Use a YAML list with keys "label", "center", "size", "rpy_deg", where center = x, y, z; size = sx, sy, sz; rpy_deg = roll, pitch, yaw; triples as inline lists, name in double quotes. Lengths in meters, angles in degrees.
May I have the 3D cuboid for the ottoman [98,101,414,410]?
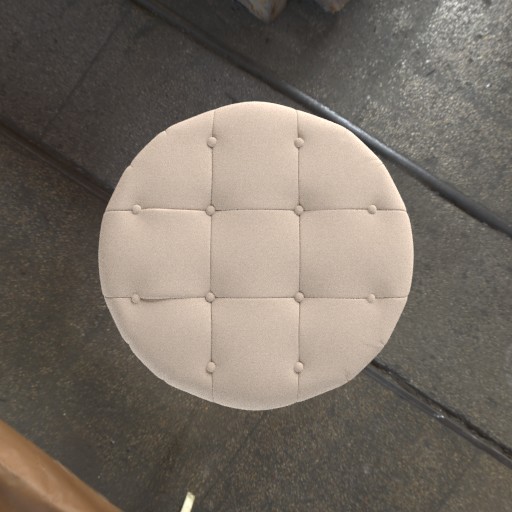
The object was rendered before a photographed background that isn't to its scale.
- label: "ottoman"
  center: [0.000, 0.000, 1.418]
  size: [0.901, 0.439, 0.901]
  rpy_deg: [0, 88, 1]
